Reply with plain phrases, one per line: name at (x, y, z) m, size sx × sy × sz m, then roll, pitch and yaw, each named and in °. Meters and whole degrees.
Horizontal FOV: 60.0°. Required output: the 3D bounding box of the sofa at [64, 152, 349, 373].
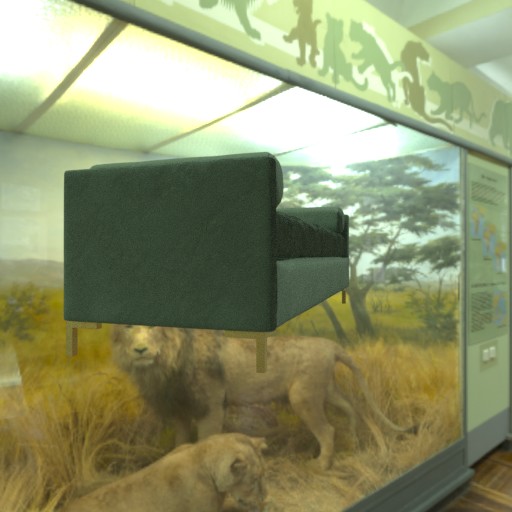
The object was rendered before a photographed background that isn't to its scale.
sofa at (0.000, 0.000, 2.427) m, size 0.796 × 0.705 × 2.102 m, roll 0°, pitch 0°, yaw 18°
